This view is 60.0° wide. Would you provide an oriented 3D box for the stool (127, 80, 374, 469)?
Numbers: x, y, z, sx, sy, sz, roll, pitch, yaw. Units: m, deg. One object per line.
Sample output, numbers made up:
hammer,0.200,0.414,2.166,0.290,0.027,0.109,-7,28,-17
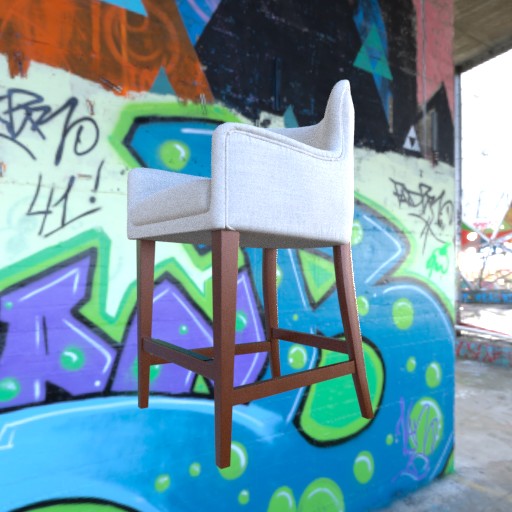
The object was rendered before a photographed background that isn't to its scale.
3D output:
stool,0.000,0.000,1.396,0.637,0.987,0.615,1,-1,-35
